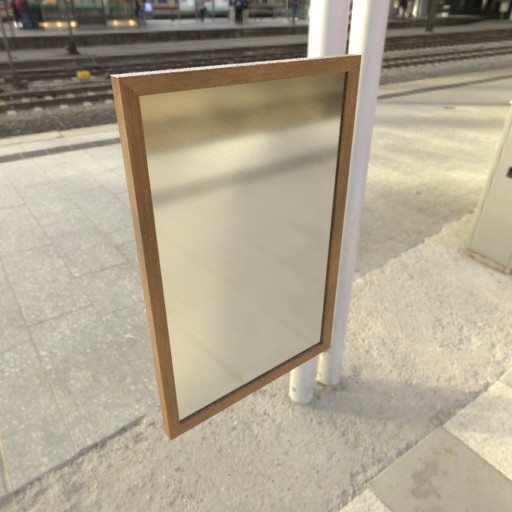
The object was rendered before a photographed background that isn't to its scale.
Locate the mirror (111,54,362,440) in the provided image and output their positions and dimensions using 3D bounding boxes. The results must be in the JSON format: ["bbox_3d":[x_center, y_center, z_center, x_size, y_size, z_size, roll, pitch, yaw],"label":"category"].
[{"bbox_3d":[0.000,0.000,1.140,0.609,0.915,0.040,-21,36,-32],"label":"mirror"}]
